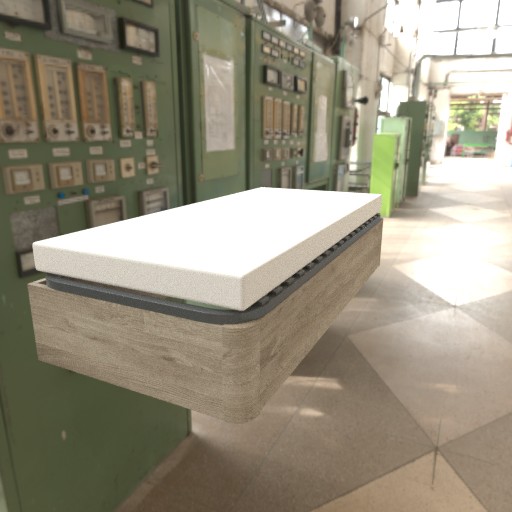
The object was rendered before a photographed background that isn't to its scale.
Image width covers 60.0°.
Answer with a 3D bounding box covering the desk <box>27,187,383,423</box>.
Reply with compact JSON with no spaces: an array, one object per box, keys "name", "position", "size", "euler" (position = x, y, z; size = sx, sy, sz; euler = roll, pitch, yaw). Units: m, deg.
[{"name":"desk","position":[0.000,0.000,2.234],"size":[0.900,0.455,1.900],"euler":[8,17,26]}]
